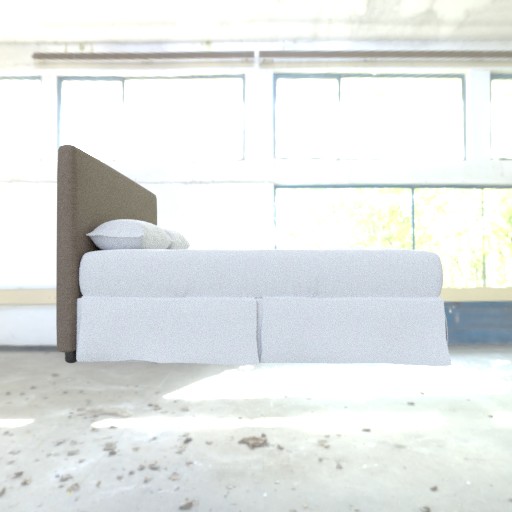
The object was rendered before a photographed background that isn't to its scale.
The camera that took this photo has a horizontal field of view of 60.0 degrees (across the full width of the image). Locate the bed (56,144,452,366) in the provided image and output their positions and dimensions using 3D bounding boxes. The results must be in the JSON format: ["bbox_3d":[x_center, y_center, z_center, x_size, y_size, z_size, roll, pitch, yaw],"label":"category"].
[{"bbox_3d":[0.000,0.000,3.573,2.341,1.317,2.119,0,-1,1],"label":"bed"}]
